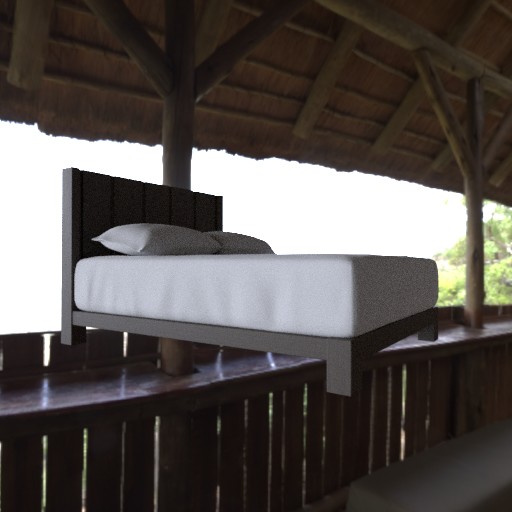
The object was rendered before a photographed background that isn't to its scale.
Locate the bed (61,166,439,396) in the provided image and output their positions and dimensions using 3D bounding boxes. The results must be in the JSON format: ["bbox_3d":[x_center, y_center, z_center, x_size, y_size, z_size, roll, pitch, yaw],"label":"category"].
[{"bbox_3d":[0.000,0.000,3.298,2.242,1.270,1.727,0,-1,34],"label":"bed"}]
